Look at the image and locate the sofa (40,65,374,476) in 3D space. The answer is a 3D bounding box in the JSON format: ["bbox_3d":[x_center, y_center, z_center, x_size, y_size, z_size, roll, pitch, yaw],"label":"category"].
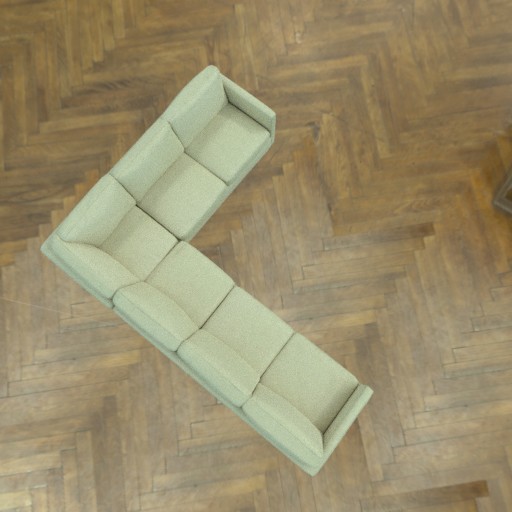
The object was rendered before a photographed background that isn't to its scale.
[{"bbox_3d":[0.000,0.000,4.452,3.302,0.947,2.593,37,80,8],"label":"sofa"}]
